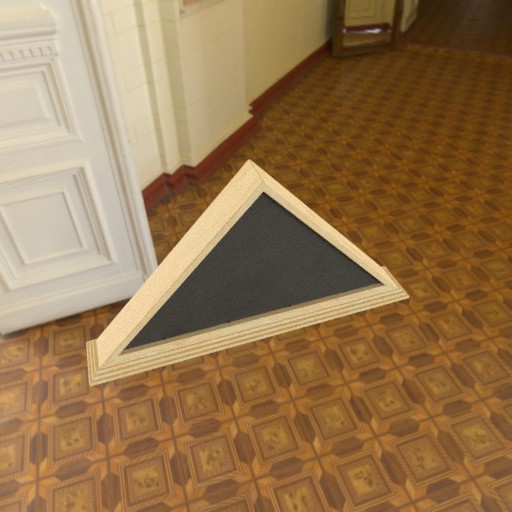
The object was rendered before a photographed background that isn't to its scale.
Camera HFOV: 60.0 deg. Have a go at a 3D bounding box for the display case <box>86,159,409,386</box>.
[{"bbox_3d":[0.000,0.000,0.765,0.640,0.340,0.095,-13,43,-14],"label":"display case"}]
